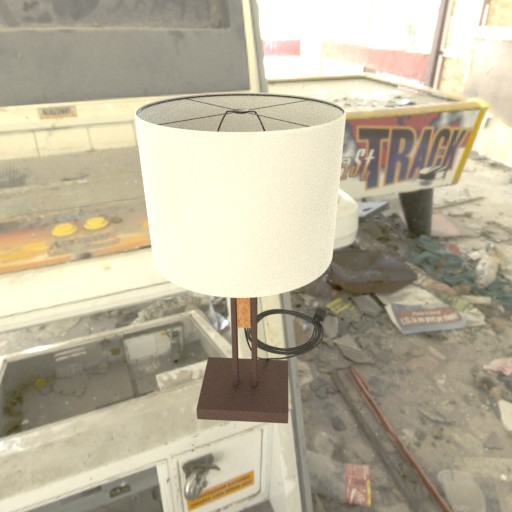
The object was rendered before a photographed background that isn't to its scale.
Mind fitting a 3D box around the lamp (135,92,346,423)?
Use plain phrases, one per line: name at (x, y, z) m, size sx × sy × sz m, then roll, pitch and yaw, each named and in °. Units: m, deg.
lamp at (0.000, 0.000, 0.993) m, size 0.396 × 0.668 × 0.525 m, roll 2°, pitch 29°, yaw 3°
